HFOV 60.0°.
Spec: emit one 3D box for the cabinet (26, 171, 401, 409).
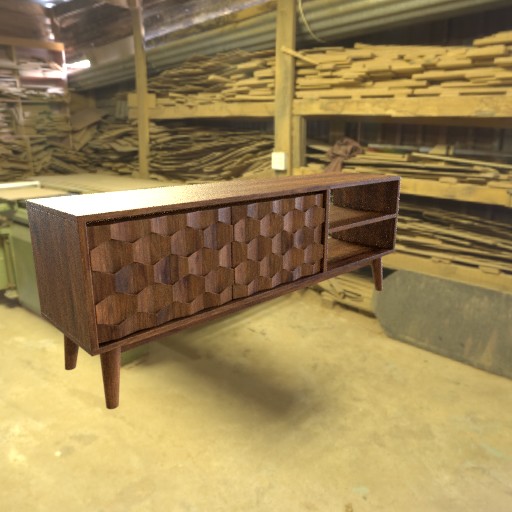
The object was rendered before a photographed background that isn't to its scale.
[{"bbox_3d":[0.000,0.000,1.669,1.448,0.528,0.349,-14,21,-42],"label":"cabinet"}]
